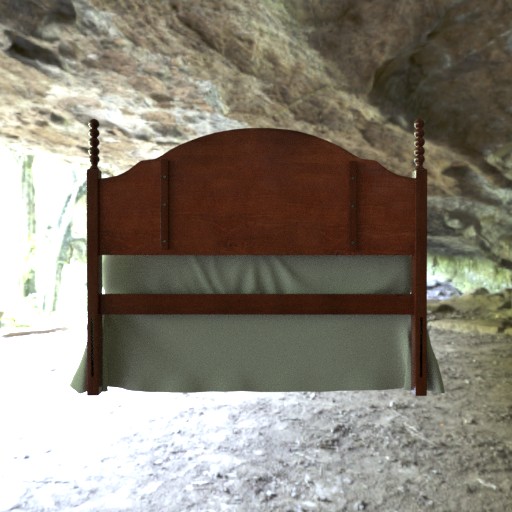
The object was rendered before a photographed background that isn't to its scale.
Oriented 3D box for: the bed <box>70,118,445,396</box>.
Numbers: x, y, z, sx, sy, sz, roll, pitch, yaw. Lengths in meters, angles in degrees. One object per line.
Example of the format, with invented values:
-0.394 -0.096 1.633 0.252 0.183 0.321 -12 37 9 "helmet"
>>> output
0.000 0.000 3.161 1.873 1.356 2.040 0 0 0 "bed"
